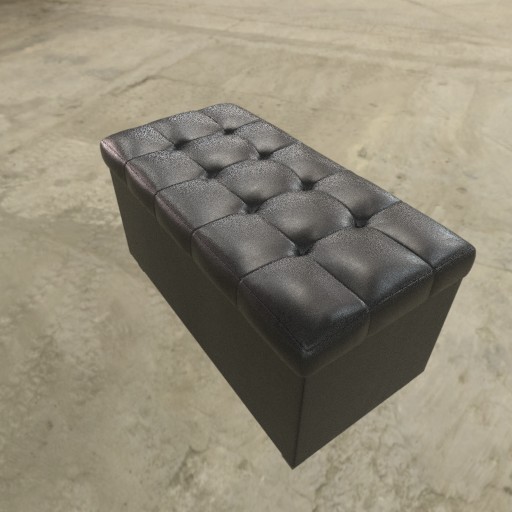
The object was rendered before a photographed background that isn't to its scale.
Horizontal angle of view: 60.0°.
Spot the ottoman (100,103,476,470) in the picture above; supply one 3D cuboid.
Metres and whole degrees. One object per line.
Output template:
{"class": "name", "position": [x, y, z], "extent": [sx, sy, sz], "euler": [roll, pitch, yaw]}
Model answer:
{"class": "ottoman", "position": [0.000, 0.000, 1.106], "extent": [0.432, 0.470, 0.838], "euler": [-25, 46, -26]}
